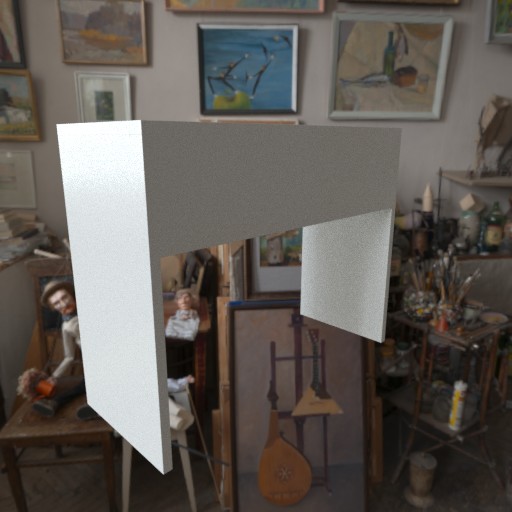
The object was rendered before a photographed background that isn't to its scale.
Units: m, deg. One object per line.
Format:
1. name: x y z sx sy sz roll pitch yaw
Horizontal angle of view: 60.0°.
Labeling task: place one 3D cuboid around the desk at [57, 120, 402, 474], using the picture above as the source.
1. desk: 0.000 0.000 1.407 1.000 0.790 0.400 -14 21 -43
